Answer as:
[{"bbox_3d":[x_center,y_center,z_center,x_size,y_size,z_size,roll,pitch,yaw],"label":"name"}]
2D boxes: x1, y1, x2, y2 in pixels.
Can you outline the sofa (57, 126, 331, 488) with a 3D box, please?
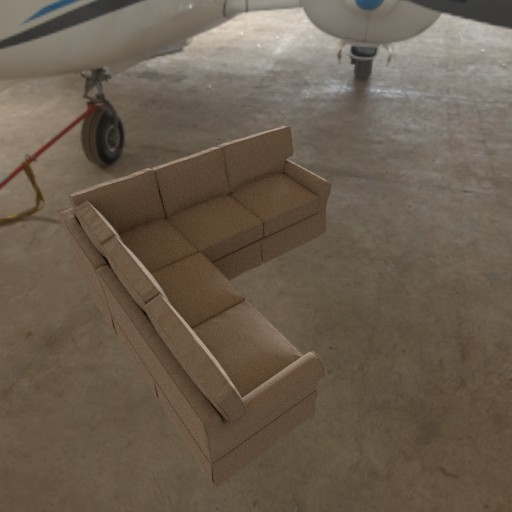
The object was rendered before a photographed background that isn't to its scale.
[{"bbox_3d":[0.000,0.000,4.205,2.733,1.124,2.730,-26,47,-27],"label":"sofa"}]
